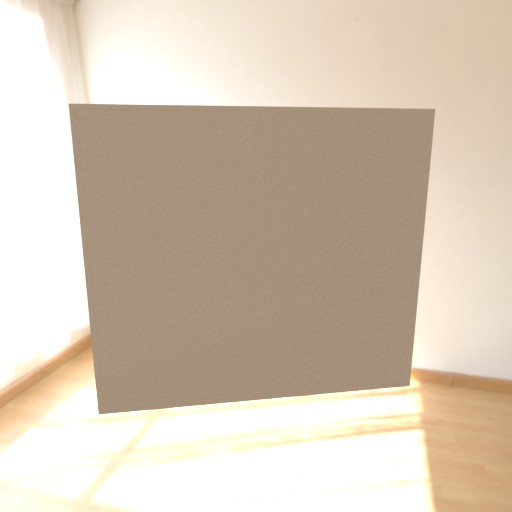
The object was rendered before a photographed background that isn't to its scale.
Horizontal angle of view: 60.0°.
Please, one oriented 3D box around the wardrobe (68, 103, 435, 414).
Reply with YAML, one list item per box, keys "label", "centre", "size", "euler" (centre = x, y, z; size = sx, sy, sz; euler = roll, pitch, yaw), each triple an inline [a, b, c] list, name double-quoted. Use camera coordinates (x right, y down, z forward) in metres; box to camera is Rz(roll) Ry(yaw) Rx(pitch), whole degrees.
- label: "wardrobe"
  centre: [0.000, 0.000, 1.915]
  size: [1.340, 1.200, 0.360]
  euler: [-2, 14, -9]
